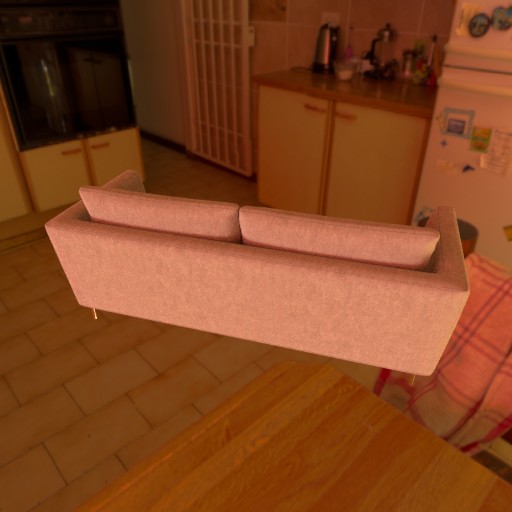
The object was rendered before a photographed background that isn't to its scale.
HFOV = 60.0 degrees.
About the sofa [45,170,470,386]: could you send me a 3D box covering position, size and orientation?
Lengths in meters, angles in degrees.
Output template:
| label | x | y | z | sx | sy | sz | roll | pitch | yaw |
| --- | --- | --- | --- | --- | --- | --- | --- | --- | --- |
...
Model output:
| label | x | y | z | sx | sy | sz | roll | pitch | yaw |
| --- | --- | --- | --- | --- | --- | --- | --- | --- | --- |
| sofa | 0.000 | 0.000 | 2.567 | 2.121 | 0.864 | 0.889 | 9 | 32 | 14 |
